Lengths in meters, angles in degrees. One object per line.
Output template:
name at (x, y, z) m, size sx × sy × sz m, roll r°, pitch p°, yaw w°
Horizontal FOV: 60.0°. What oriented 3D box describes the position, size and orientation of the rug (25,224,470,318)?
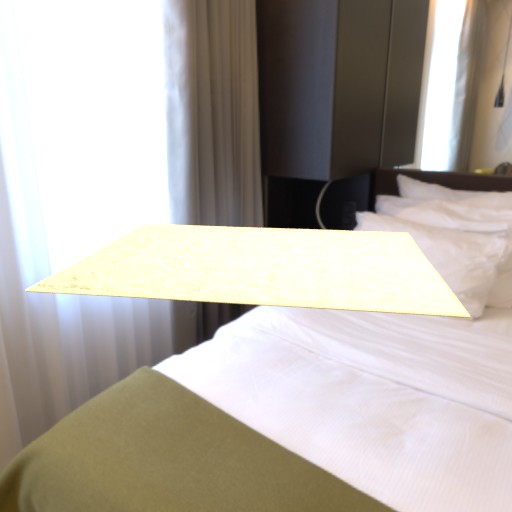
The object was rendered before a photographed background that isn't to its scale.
rug at (0.000, 0.000, 2.916) m, size 2.202 × 0.014 × 1.598 m, roll 2°, pitch 17°, yaw 8°
